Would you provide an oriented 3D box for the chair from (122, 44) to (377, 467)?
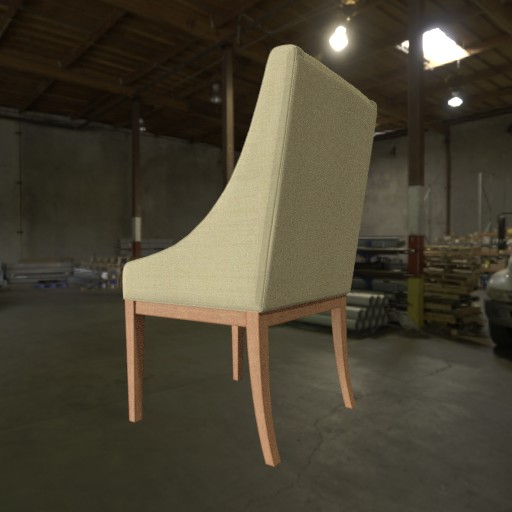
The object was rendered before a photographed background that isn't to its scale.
[{"bbox_3d":[0.000,0.000,1.420,0.611,1.021,0.575,1,2,35],"label":"chair"}]
